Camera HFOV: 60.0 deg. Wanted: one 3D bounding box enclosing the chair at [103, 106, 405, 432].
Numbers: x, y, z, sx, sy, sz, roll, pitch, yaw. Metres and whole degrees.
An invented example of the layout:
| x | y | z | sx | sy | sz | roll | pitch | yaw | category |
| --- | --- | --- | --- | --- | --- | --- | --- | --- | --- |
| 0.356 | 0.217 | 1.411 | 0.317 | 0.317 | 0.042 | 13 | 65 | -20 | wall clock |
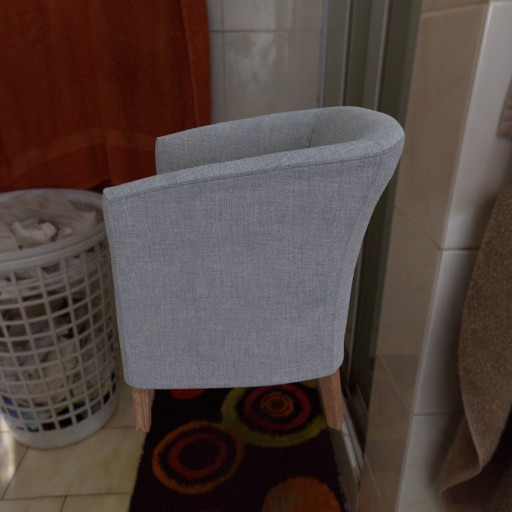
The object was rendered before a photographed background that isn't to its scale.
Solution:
| x | y | z | sx | sy | sz | roll | pitch | yaw | category |
| --- | --- | --- | --- | --- | --- | --- | --- | --- | --- |
| 0.000 | 0.000 | 1.255 | 0.668 | 0.771 | 0.600 | 0 | 26 | 0 | chair |
